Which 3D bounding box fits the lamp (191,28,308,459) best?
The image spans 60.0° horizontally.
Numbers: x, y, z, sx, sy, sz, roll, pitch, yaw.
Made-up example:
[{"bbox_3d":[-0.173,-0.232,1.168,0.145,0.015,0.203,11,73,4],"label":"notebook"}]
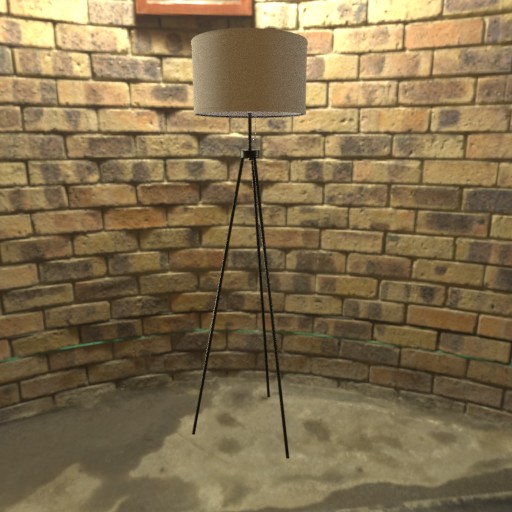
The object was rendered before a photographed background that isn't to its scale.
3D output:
[{"bbox_3d":[0.000,0.000,1.739,0.448,1.545,0.458,-14,20,-43],"label":"lamp"}]
